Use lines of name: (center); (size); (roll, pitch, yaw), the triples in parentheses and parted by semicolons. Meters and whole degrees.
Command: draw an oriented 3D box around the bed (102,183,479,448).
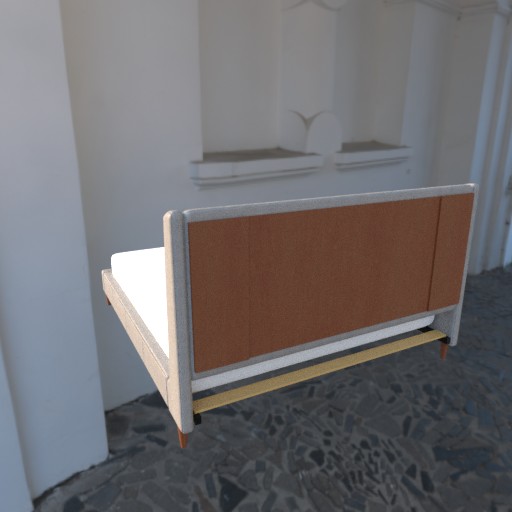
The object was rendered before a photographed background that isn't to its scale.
bed: (0.000, 0.000, 3.543); (2.062, 1.289, 2.342); (-9, 19, -27)
